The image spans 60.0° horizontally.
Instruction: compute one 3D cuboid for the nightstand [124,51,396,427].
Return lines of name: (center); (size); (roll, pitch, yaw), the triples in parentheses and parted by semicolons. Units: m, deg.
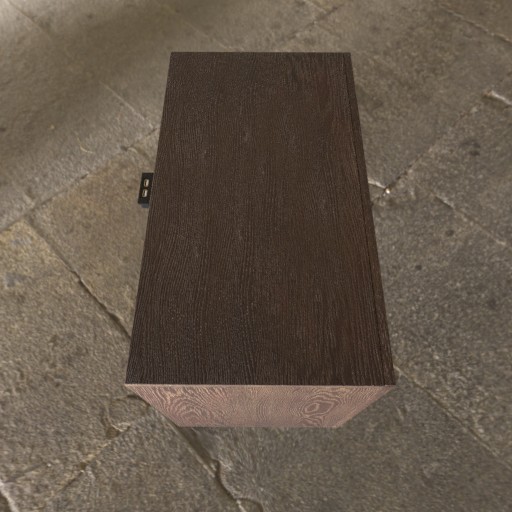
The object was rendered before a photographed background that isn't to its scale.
nightstand: (0.000, 0.000, 1.145); (0.457, 0.612, 0.775); (0, 63, 0)
